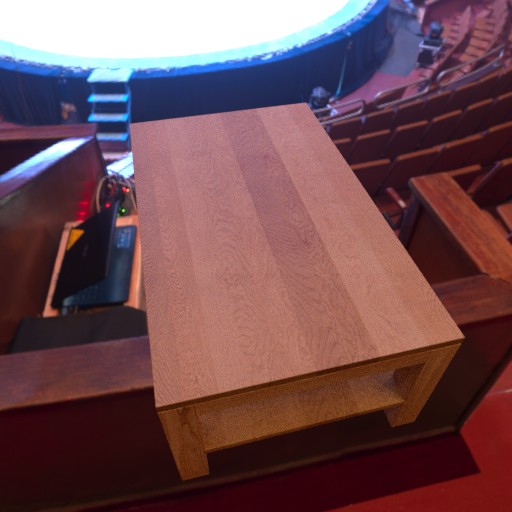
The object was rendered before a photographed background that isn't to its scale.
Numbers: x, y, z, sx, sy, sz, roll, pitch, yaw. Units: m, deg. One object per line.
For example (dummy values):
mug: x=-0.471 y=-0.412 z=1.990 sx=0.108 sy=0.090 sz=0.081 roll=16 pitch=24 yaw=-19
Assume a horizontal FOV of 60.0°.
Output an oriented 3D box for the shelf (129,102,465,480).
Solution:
shelf: x=0.000 y=0.000 z=1.502 sx=0.700 sy=0.450 sz=1.150 roll=-10 pitch=47 yaw=-10
